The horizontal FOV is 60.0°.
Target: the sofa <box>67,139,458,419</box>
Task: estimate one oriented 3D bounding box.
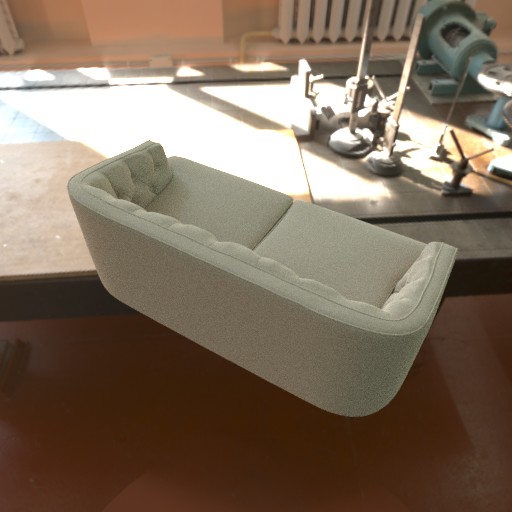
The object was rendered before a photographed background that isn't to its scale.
[{"bbox_3d":[0.000,0.000,2.251,1.733,0.855,0.941,23,51,21],"label":"sofa"}]
